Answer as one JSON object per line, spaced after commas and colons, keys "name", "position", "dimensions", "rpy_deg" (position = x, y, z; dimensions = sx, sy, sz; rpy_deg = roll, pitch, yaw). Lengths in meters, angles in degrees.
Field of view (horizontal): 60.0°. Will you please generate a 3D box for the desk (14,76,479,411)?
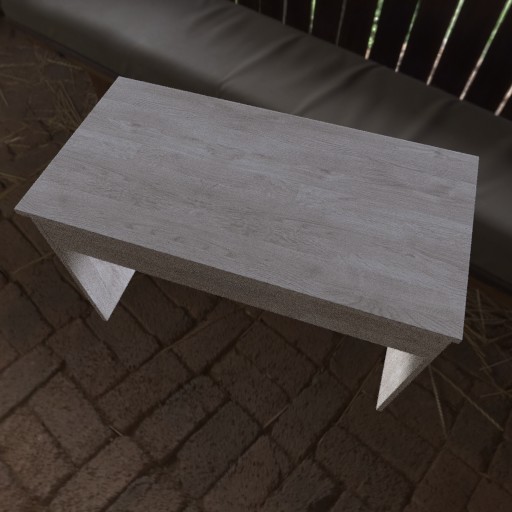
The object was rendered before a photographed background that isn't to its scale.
{"name": "desk", "position": [0.000, 0.000, 1.474], "dimensions": [1.100, 0.730, 0.560], "rpy_deg": [16, 59, 10]}
